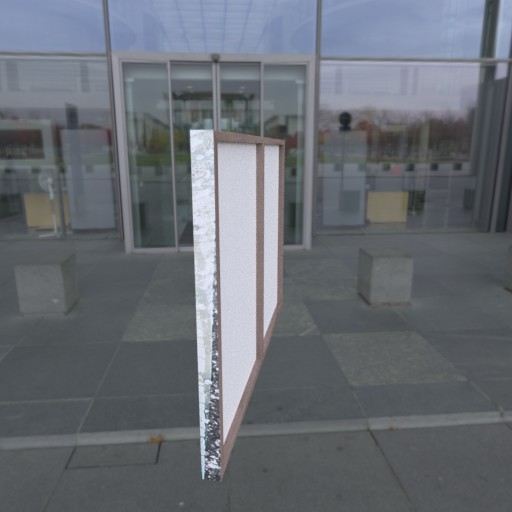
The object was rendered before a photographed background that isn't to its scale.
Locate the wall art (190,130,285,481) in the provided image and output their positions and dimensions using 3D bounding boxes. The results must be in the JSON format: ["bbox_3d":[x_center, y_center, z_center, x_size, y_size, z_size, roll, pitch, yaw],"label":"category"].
[{"bbox_3d":[0.000,0.000,1.155,0.038,0.598,0.919,2,14,10],"label":"wall art"}]
